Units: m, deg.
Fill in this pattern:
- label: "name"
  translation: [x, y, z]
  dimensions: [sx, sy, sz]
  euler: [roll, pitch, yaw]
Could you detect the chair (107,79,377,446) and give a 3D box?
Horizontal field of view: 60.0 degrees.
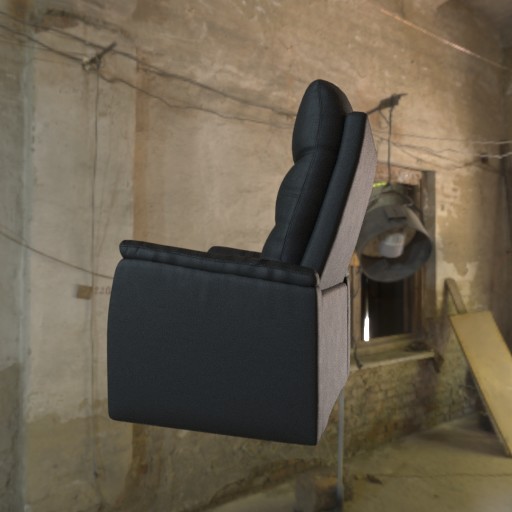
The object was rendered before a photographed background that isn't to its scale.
- label: "chair"
  translation: [0.000, 0.000, 1.619]
  dimensions: [0.831, 1.082, 0.775]
  euler: [0, 0, 18]
